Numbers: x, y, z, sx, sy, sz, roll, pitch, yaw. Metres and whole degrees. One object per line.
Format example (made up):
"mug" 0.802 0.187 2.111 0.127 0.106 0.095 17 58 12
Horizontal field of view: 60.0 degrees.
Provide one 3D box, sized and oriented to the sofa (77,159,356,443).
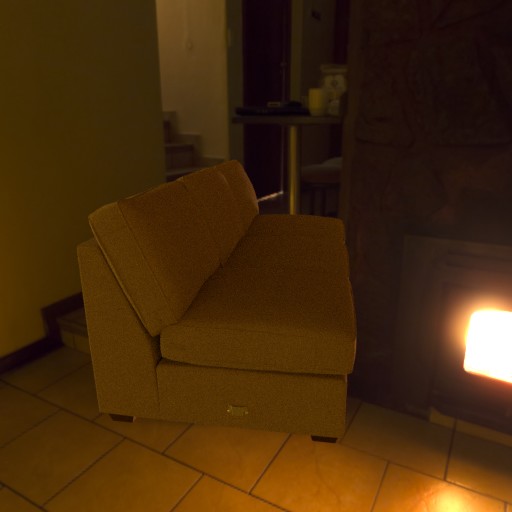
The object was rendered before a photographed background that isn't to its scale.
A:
"sofa" 0.000 0.000 2.718 1.127 1.036 2.092 3 18 9
